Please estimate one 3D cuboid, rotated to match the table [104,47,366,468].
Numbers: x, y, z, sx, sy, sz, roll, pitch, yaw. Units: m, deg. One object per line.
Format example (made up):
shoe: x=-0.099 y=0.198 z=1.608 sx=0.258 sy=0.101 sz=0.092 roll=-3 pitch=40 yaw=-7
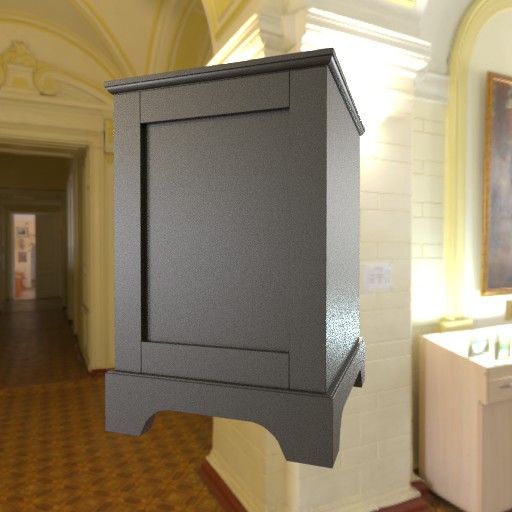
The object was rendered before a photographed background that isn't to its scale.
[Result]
table: x=0.000 y=0.000 z=0.923 sx=0.399 sy=0.610 sz=0.460 roll=0 pitch=1 yaw=19
